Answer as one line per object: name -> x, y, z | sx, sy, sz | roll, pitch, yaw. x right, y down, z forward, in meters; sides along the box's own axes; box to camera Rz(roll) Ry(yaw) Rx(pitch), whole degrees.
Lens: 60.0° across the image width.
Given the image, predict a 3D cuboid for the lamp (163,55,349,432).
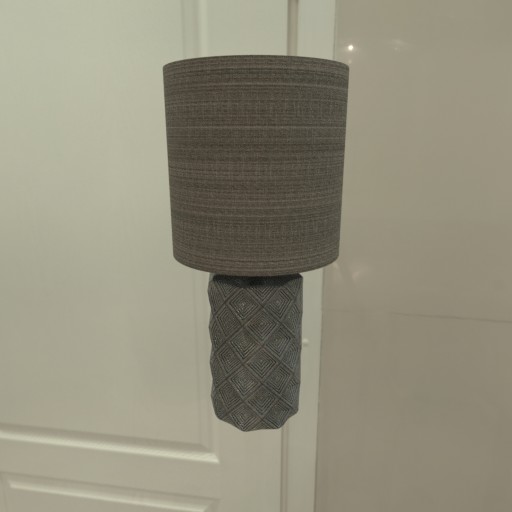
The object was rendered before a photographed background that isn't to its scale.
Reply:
lamp -> 0.000, 0.000, 0.726 | 0.268, 0.566, 0.269 | 3, 16, 9
